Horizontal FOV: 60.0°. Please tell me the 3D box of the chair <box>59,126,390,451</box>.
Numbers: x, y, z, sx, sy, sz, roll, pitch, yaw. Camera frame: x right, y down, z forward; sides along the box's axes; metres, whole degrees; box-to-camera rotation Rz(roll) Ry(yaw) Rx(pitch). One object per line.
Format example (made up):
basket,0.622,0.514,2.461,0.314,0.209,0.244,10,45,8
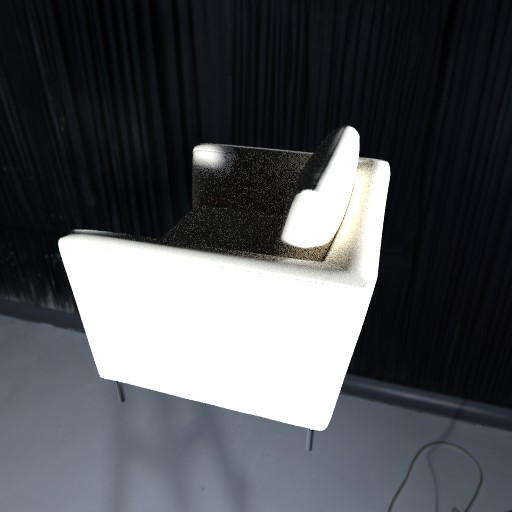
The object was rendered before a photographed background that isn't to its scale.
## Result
chair,0.000,0.000,1.693,0.889,0.865,1.041,9,31,15
